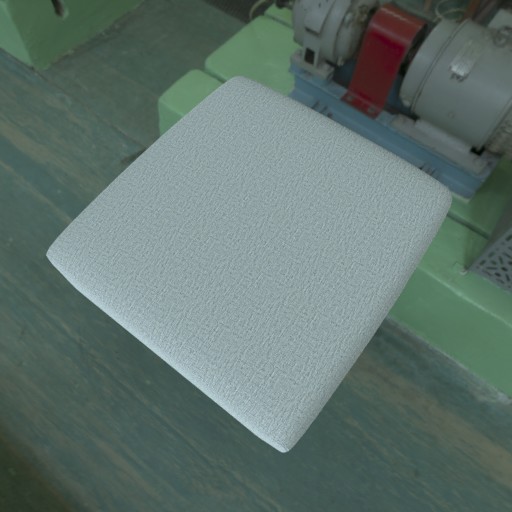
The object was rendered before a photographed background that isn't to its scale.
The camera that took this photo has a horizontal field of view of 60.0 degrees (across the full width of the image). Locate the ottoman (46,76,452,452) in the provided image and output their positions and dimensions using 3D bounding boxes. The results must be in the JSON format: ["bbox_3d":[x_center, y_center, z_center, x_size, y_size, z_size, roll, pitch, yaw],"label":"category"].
[{"bbox_3d":[0.000,0.000,1.076,0.649,0.398,0.650,34,69,15],"label":"ottoman"}]
